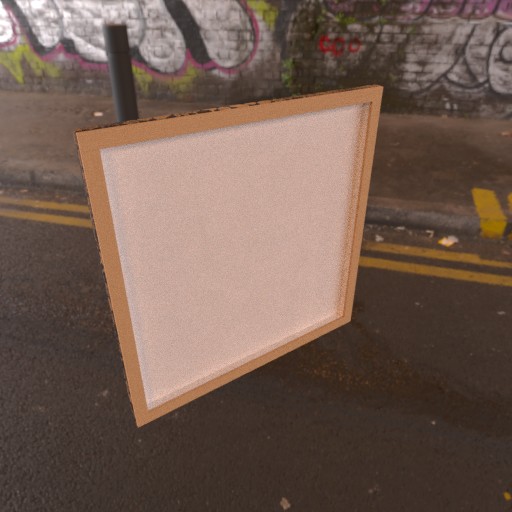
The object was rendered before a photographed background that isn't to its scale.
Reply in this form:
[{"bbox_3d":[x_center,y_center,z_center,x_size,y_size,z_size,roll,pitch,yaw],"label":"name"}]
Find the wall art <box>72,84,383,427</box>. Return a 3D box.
[{"bbox_3d":[0.000,0.000,1.373,0.914,0.914,0.038,-19,36,-29],"label":"wall art"}]
